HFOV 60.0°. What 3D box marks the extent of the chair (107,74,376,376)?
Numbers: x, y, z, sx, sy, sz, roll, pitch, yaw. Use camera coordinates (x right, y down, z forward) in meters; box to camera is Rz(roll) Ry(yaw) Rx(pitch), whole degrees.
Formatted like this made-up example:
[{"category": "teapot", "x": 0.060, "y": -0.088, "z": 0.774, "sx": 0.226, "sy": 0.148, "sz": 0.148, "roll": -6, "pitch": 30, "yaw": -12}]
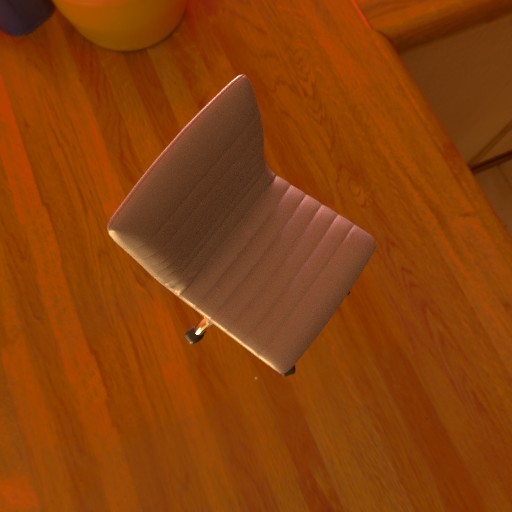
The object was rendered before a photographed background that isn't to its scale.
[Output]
[{"category": "chair", "x": 0.000, "y": 0.000, "z": 1.139, "sx": 0.542, "sy": 0.750, "sz": 0.569, "roll": 36, "pitch": 78, "yaw": 9}]
